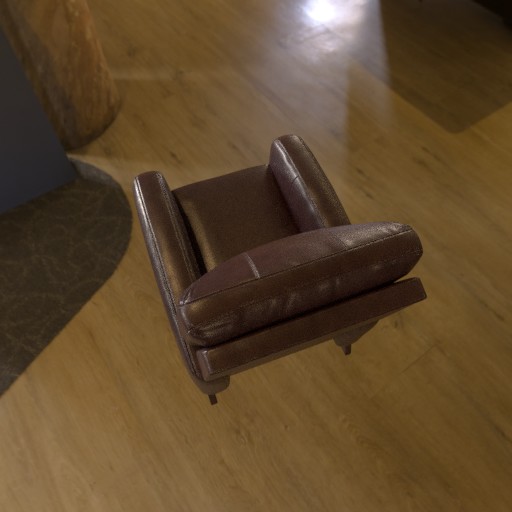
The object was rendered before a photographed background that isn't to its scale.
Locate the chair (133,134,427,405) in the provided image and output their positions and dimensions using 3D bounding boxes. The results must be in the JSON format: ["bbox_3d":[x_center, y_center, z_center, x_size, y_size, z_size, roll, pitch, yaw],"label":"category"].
[{"bbox_3d":[0.000,0.000,1.673,0.762,0.990,0.990,-17,61,-10],"label":"chair"}]
